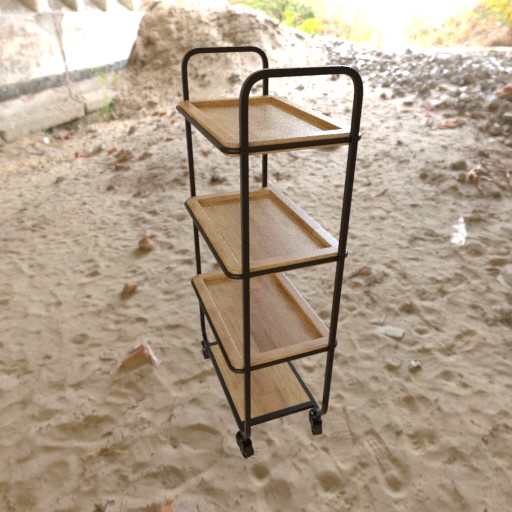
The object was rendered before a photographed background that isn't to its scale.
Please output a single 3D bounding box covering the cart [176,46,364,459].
[{"bbox_3d":[0.000,0.000,1.300,0.321,1.080,0.545,-10,31,-18],"label":"cart"}]
